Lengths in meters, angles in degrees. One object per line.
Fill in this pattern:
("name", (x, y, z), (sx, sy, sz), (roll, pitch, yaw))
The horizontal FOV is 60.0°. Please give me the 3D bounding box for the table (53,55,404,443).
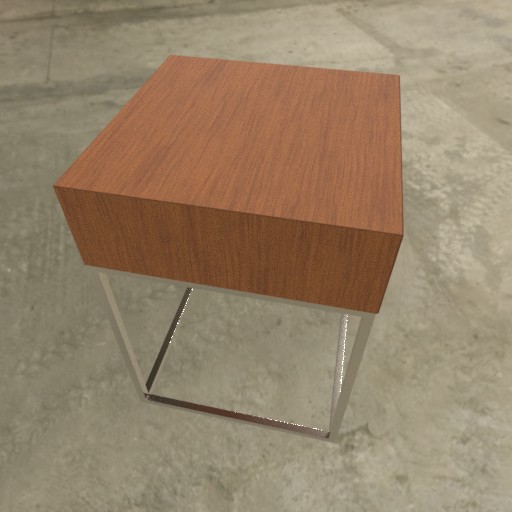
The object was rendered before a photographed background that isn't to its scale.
("table", (0.000, 0.000, 0.814), (0.398, 0.540, 0.397), (9, 46, 9))
